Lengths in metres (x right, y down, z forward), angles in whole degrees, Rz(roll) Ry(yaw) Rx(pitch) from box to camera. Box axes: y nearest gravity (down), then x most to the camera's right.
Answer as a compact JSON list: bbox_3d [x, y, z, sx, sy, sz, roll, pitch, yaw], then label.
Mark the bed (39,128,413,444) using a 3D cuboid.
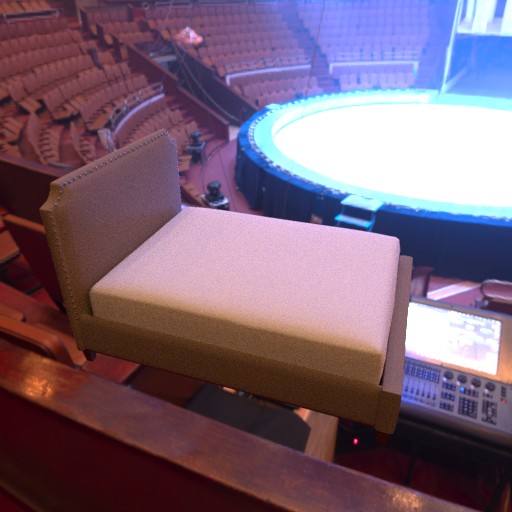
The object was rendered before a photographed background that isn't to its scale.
[{"bbox_3d":[0.000,0.000,3.448,2.372,1.443,1.713,10,32,16],"label":"bed"}]
